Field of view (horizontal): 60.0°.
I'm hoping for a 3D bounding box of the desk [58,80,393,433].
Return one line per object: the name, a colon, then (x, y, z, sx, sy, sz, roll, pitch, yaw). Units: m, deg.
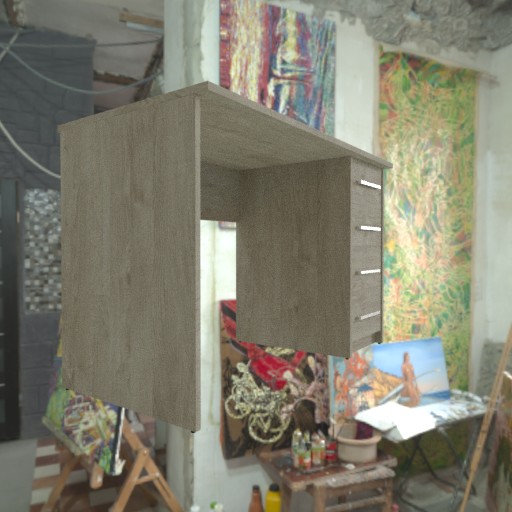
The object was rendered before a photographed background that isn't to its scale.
desk: (0.000, 0.000, 1.507, 0.560, 0.730, 1.096, 1, 1, 36)
